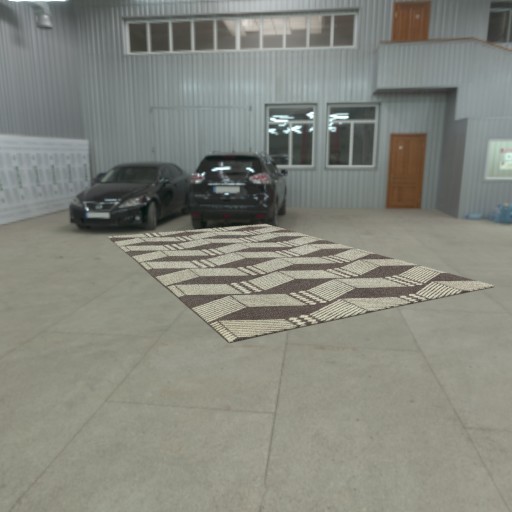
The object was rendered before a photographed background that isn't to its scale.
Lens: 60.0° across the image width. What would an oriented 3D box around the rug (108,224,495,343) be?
[{"bbox_3d":[0.000,0.000,3.001,1.517,0.011,2.435,-7,14,-27],"label":"rug"}]
